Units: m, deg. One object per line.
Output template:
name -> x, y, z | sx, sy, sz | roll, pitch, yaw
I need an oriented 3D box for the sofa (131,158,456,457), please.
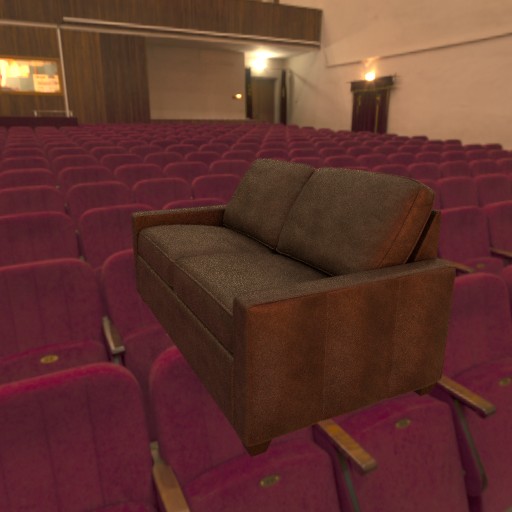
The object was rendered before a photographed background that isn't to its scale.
sofa -> 0.000, 0.000, 2.313 | 0.939, 0.916, 1.732 | -8, 18, -26
